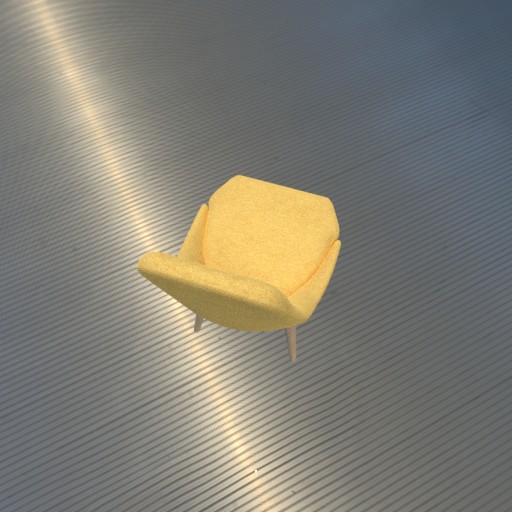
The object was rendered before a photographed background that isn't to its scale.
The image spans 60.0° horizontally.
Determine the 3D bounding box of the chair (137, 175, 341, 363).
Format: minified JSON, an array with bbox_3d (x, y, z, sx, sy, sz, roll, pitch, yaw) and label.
[{"bbox_3d":[0.000,0.000,1.421,0.510,1.040,0.660,16,65,7],"label":"chair"}]
